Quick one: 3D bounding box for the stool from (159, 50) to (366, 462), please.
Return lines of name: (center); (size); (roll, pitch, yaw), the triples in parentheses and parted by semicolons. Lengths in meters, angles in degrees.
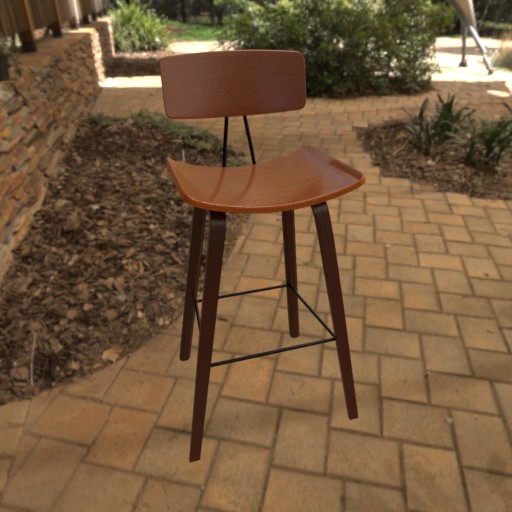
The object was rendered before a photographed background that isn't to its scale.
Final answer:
stool: (0.000, 0.000, 1.197); (0.509, 0.969, 0.440); (-9, 32, -14)
